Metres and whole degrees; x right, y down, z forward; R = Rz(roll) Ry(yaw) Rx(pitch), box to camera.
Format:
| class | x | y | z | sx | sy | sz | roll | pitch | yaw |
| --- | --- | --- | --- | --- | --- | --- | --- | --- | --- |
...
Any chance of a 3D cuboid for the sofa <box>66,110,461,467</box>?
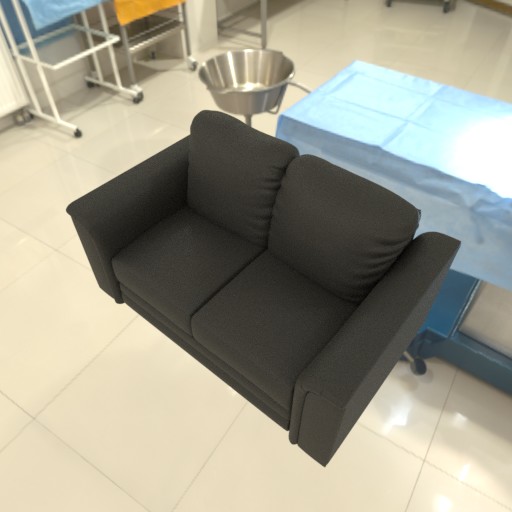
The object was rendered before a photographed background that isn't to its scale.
| class | x | y | z | sx | sy | sz | roll | pitch | yaw |
| --- | --- | --- | --- | --- | --- | --- | --- | --- | --- |
| sofa | 0.000 | 0.000 | 1.947 | 1.386 | 0.845 | 0.887 | 31 | 54 | 26 |
